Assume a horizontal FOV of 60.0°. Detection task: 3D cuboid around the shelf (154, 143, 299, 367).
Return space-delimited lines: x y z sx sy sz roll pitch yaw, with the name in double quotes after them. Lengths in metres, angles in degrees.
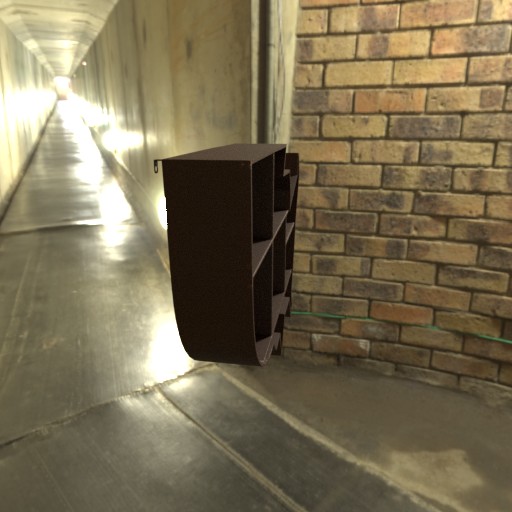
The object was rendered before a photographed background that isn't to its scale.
0.000 0.000 0.896 0.112 0.439 0.729 3 17 9 "shelf"
